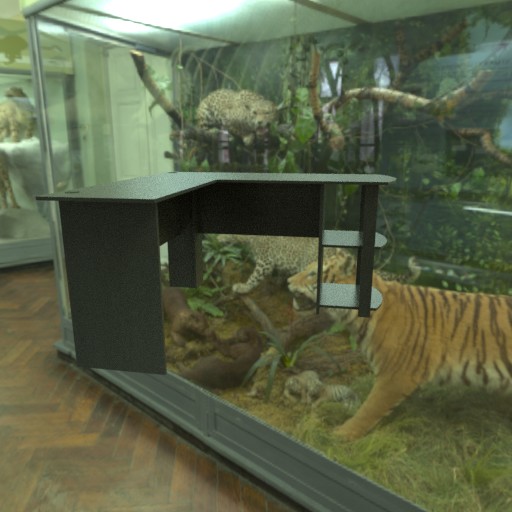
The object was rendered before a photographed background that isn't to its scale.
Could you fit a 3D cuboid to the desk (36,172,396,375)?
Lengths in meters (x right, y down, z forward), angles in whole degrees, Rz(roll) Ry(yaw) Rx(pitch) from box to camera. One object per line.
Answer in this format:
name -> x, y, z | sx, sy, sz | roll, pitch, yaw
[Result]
desk -> 0.000, 0.000, 2.172 | 1.361, 0.716, 1.303 | 3, 15, 10
